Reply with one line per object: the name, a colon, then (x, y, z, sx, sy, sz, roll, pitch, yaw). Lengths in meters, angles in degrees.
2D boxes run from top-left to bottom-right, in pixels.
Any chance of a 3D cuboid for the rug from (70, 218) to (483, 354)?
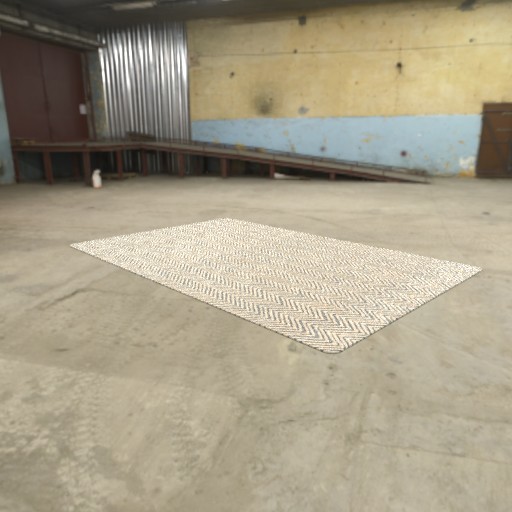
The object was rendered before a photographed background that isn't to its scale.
rug: (0.000, 0.000, 2.190, 1.144, 0.008, 1.752, -15, 21, -43)
